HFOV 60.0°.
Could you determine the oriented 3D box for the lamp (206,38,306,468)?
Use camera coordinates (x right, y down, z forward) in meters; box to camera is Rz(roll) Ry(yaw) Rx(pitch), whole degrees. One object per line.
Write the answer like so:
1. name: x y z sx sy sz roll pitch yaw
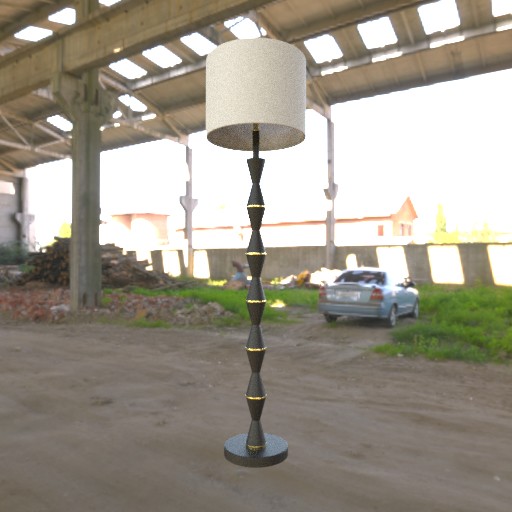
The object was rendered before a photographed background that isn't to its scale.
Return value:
1. lamp: 0.000 0.000 1.681 0.381 1.480 0.381 0 -1 0
